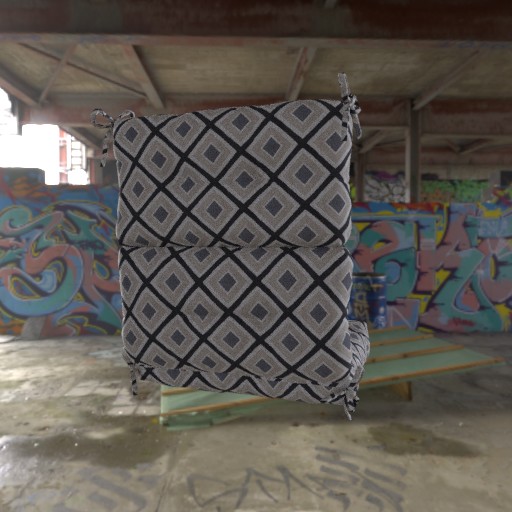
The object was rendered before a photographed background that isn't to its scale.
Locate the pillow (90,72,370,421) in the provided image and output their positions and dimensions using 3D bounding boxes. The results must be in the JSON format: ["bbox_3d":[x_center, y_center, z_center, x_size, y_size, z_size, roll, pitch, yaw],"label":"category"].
[{"bbox_3d":[0.000,0.000,1.035,0.519,0.605,0.571,0,2,18],"label":"pillow"}]
